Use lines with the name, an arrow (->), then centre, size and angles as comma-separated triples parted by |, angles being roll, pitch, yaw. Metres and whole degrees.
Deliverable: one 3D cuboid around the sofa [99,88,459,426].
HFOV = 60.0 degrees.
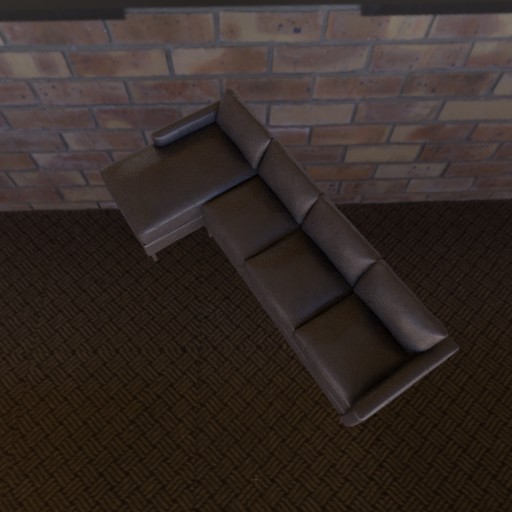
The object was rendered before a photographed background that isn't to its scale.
sofa -> 0.000, 0.000, 3.682 | 1.471, 0.859, 2.993 | -31, 67, -14
